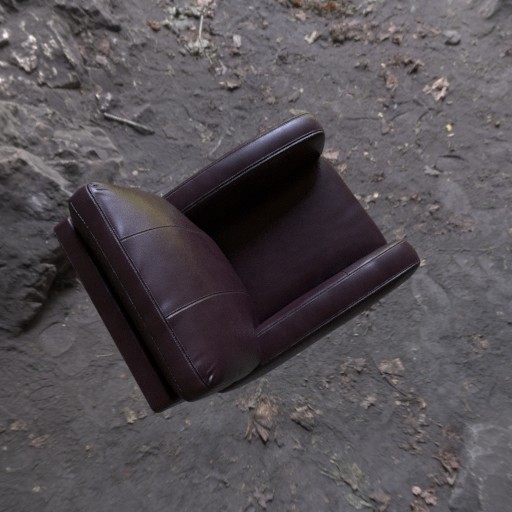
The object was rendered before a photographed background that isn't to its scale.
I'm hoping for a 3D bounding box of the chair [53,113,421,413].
[{"bbox_3d":[0.000,0.000,1.637,0.990,0.990,0.762,-32,78,-7],"label":"chair"}]
